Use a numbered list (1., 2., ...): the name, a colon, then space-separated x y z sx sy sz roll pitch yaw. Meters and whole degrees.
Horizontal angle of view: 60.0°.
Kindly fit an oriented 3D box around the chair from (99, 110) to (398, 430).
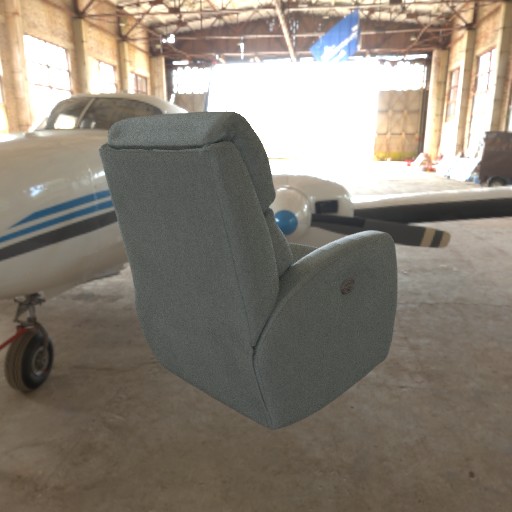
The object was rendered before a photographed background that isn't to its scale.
1. chair: 0.000 0.000 1.703 0.794 1.016 0.940 14 20 43
